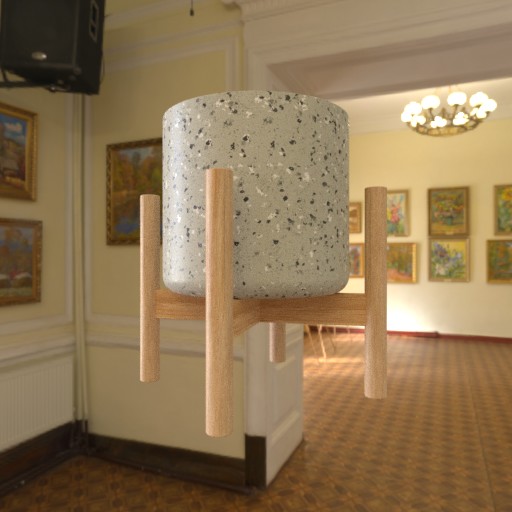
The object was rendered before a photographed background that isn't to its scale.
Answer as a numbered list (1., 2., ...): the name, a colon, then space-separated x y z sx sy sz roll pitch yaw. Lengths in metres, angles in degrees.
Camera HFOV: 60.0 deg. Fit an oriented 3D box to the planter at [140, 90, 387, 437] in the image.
1. planter: 0.000 0.000 0.539 0.284 0.320 0.284 0 0 36
